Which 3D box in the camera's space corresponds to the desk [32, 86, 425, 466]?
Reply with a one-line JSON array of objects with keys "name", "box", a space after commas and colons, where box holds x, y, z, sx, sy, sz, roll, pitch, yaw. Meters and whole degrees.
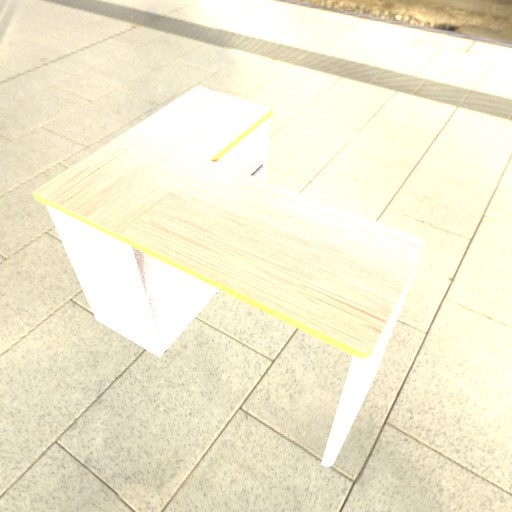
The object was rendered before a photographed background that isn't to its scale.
[{"name": "desk", "box": [0.000, 0.000, 1.776, 1.170, 0.760, 0.900, 24, 51, 21]}]
